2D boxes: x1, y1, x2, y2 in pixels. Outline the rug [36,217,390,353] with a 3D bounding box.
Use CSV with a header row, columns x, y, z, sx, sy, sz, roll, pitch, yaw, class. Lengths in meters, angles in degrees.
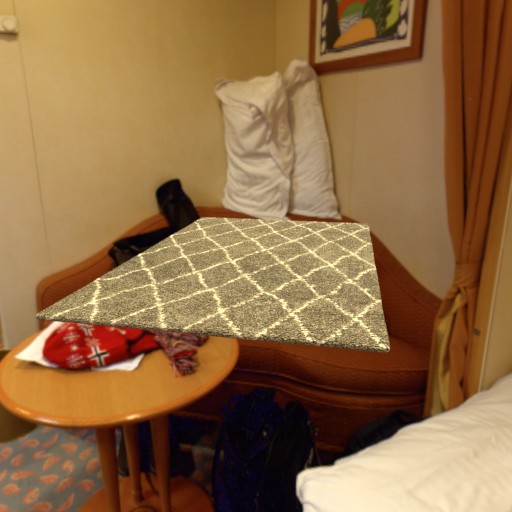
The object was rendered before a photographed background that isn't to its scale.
x,y,z,sx,sy,sz,roll,pitch,yaw,class
0.000,0.000,3.408,1.778,0.030,2.743,3,16,11,rug
